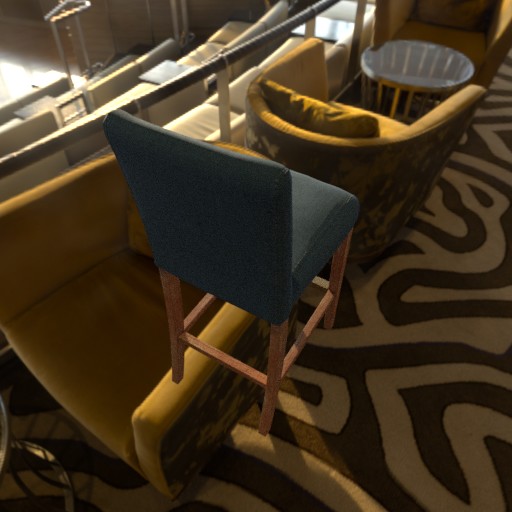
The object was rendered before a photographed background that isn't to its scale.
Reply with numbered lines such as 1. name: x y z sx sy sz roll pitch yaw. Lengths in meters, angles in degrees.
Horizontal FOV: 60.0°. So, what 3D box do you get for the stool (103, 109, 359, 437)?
1. stool: 0.000 0.000 1.379 0.454 1.088 0.574 23 50 21
